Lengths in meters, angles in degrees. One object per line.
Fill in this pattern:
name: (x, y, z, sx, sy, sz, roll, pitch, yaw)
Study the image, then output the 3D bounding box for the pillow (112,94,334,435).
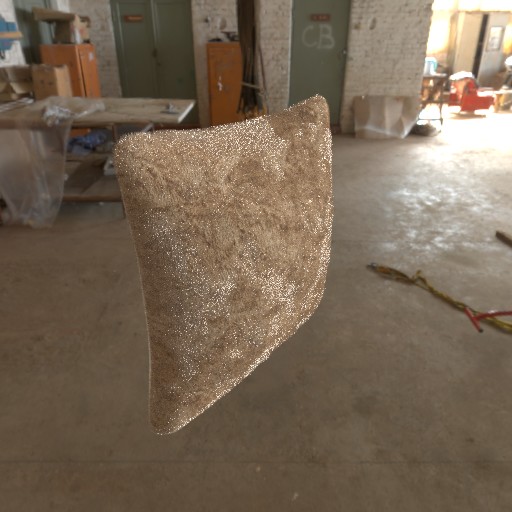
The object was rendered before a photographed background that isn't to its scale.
pillow: (0.000, 0.000, 0.828, 0.216, 0.525, 0.538, 18, 32, 32)
